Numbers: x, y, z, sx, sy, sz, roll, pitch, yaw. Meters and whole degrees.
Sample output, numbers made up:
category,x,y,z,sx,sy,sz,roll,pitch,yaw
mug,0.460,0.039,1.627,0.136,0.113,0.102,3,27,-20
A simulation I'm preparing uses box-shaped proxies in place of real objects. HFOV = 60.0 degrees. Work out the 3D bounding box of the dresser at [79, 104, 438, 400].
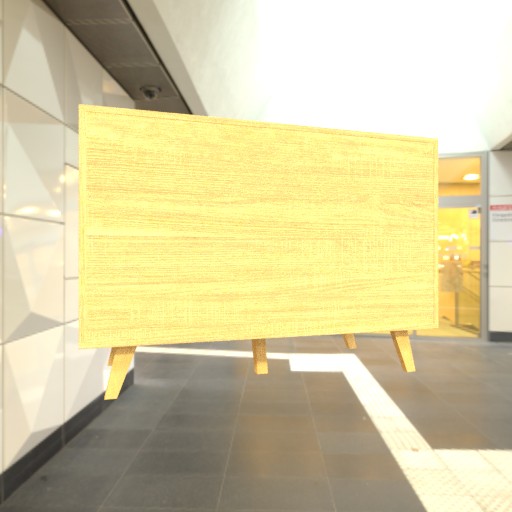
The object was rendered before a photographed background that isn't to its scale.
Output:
category,x,y,z,sx,sy,sz,roll,pitch,yaw
dresser,0.000,0.000,1.542,1.110,0.780,0.500,0,0,-17
